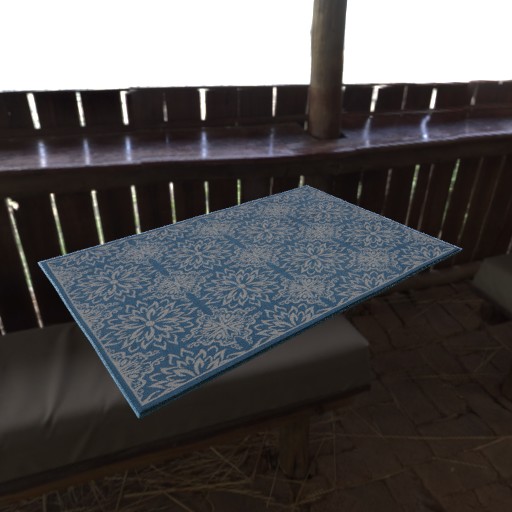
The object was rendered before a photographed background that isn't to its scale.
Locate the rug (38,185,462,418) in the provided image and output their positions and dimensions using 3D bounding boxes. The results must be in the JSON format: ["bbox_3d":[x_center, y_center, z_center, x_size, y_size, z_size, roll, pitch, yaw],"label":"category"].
[{"bbox_3d":[0.000,0.000,3.457,2.769,0.018,1.830,-20,35,-32],"label":"rug"}]
